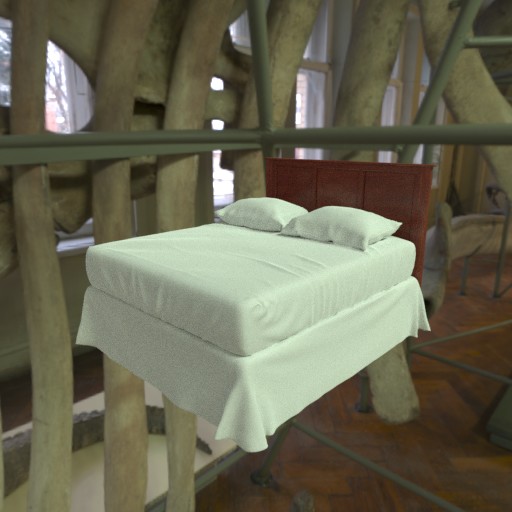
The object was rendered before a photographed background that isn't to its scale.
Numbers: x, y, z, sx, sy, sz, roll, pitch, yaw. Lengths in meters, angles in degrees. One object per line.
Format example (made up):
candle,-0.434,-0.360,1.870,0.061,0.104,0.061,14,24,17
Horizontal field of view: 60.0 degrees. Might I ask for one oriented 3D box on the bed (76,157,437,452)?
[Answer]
bed,0.000,0.000,3.191,1.870,1.270,2.050,14,21,42
